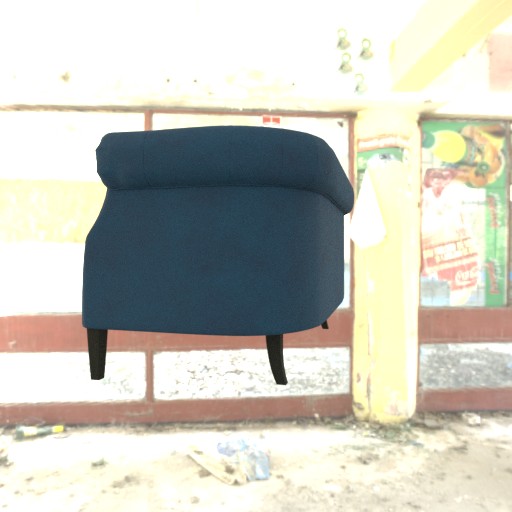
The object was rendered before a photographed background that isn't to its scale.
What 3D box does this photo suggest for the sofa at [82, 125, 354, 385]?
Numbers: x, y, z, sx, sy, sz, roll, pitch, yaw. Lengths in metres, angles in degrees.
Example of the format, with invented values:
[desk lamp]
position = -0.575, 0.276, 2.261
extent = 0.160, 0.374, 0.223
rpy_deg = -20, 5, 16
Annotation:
[sofa]
position = 0.000, 0.000, 2.043
extent = 0.835, 0.827, 1.558
rpy_deg = 0, 0, 16
